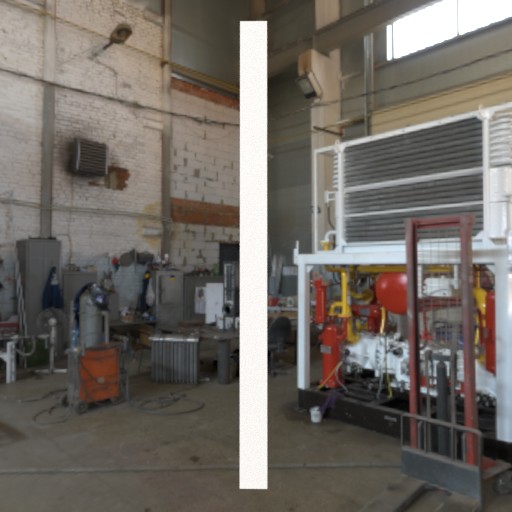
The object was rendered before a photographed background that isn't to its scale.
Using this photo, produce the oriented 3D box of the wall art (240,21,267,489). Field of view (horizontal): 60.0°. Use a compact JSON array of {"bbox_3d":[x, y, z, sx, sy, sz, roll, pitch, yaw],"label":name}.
[{"bbox_3d":[0.000,0.000,0.552,0.025,0.428,0.293,0,-2,1],"label":"wall art"}]
